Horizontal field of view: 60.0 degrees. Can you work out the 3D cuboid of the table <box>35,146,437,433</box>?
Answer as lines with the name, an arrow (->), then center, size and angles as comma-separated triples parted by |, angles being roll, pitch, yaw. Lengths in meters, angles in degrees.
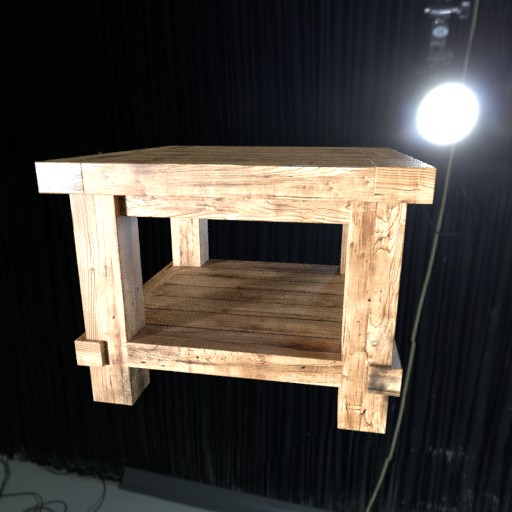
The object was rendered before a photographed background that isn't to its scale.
table -> 0.000, 0.000, 1.008 | 0.610, 0.457, 0.610 | 3, 17, 10
